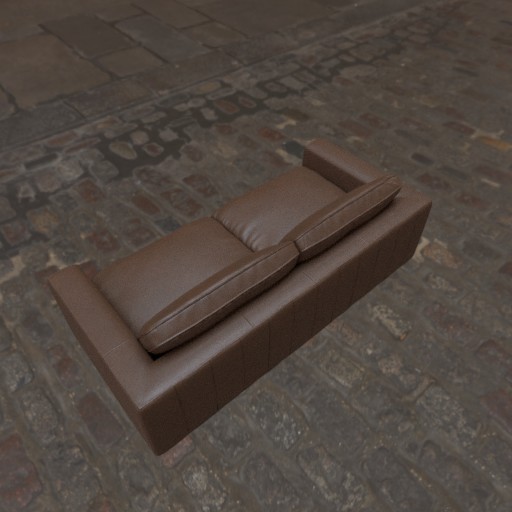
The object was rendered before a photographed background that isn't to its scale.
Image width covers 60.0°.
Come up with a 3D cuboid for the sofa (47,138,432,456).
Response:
[{"bbox_3d":[0.000,0.000,2.844,2.262,0.801,1.070,-32,54,-27],"label":"sofa"}]
